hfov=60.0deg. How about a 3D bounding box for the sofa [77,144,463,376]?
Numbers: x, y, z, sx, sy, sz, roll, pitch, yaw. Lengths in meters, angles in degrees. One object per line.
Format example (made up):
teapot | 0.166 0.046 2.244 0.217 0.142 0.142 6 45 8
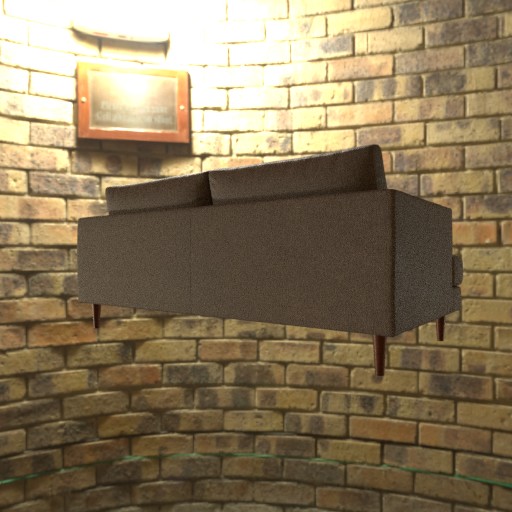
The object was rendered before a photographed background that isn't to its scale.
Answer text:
sofa | 0.000 0.000 2.479 1.948 0.868 1.020 0 0 37
